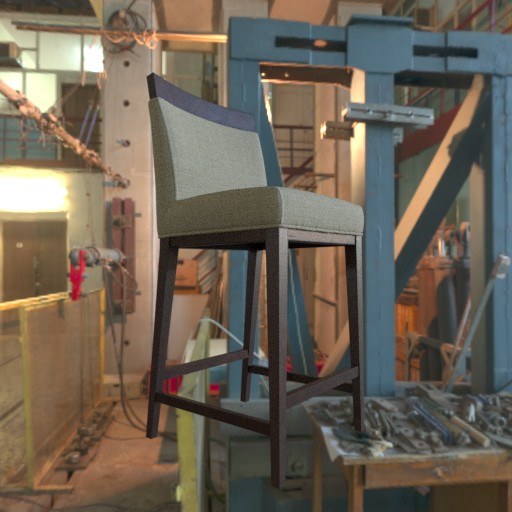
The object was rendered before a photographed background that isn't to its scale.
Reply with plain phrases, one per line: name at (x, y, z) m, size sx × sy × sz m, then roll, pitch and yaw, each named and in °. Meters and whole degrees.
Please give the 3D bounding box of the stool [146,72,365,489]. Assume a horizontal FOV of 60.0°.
stool at (0.000, 0.000, 1.275) m, size 0.480 × 1.011 × 0.463 m, roll -1°, pitch -1°, yaw 38°
